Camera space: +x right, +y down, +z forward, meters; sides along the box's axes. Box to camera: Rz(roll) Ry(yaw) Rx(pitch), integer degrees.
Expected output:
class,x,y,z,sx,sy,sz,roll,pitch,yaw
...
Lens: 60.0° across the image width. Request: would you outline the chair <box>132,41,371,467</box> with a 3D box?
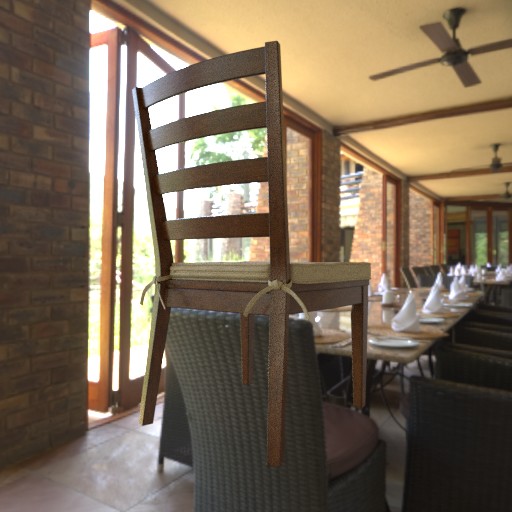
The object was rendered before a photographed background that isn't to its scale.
class,x,y,z,sx,sy,sz,roll,pitch,yaw
chair,0.000,0.000,1.366,0.593,0.979,0.595,0,-1,35
